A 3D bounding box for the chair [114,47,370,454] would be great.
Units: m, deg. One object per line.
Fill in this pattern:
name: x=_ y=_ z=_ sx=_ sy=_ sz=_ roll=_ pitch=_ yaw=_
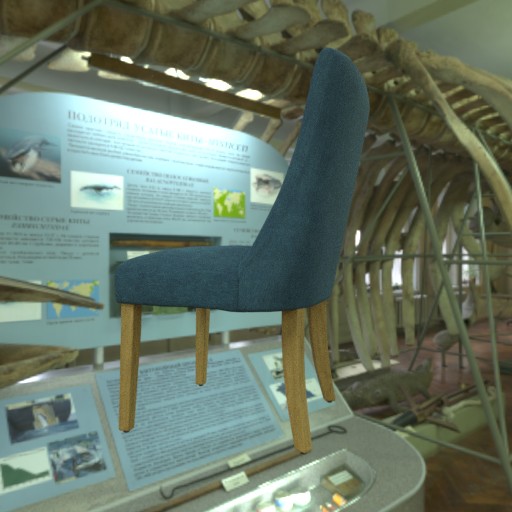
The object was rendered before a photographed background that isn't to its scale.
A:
chair: x=0.000 y=0.000 z=1.240 sx=0.609 sy=0.902 sz=0.495 roll=0 pitch=0 yaw=20
